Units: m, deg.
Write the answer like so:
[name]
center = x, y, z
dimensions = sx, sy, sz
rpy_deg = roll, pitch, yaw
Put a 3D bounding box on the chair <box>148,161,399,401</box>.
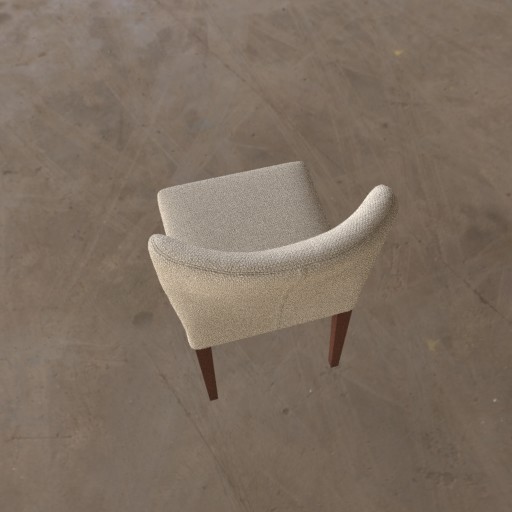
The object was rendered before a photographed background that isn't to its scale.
[chair]
center = 0.000, 0.000, 1.230
dimensions = 0.491, 0.839, 0.589
rpy_deg = -13, 59, -8
